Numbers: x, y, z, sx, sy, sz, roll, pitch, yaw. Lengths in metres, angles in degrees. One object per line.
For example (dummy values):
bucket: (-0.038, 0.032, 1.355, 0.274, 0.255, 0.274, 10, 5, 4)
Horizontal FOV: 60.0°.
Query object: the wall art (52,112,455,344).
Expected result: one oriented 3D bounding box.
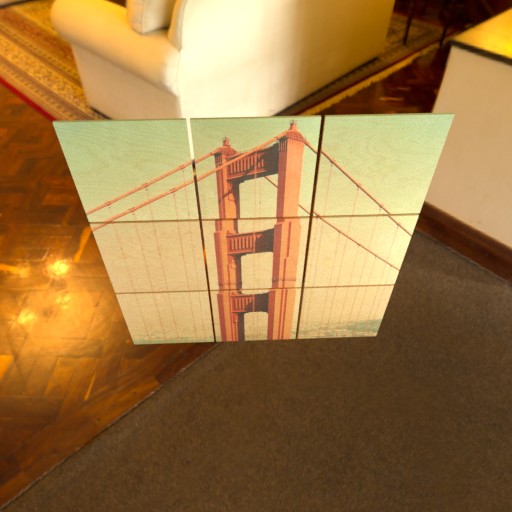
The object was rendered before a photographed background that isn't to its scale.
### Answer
wall art: (0.000, 0.000, 2.227, 1.517, 1.523, 0.013, -2, 47, -2)
